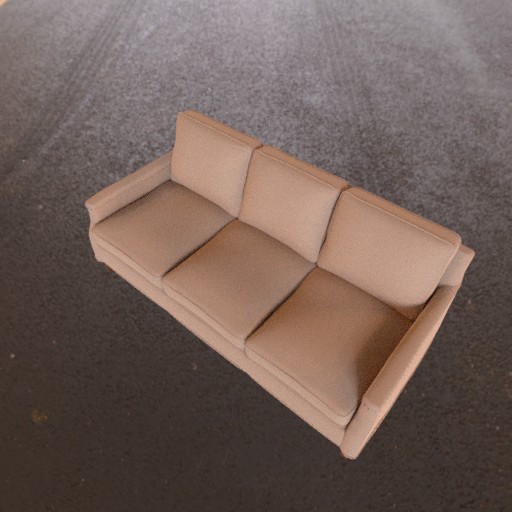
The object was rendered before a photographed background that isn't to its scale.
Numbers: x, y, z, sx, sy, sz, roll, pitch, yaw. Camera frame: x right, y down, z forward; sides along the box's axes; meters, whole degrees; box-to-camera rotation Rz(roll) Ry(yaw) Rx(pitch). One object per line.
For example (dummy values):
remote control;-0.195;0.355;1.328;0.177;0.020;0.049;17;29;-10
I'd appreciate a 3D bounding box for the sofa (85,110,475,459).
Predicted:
sofa;0.000;0.000;2.807;2.246;1.003;1.084;32;55;26
